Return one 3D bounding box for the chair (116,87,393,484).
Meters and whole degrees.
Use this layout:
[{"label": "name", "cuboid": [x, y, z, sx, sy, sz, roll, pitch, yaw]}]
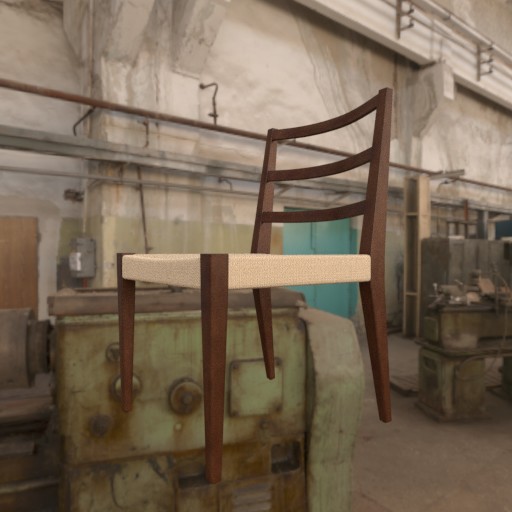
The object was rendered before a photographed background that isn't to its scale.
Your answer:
[{"label": "chair", "cuboid": [0.000, 0.000, 1.124, 0.551, 0.813, 0.480, 0, 1, -37]}]
